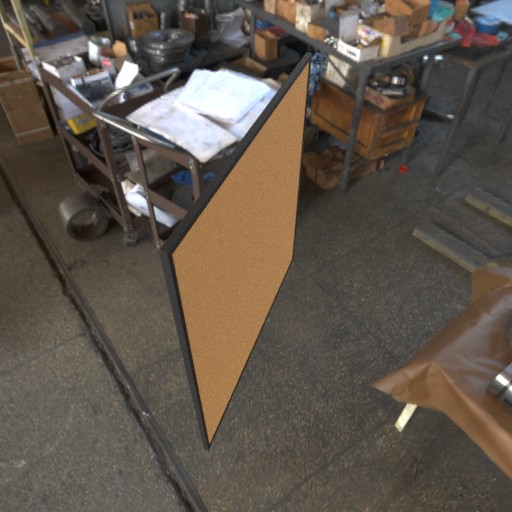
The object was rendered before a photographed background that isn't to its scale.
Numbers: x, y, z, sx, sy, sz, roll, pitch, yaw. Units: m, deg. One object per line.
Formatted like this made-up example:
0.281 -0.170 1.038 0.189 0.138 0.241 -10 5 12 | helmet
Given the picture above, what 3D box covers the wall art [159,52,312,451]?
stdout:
0.000 0.000 1.012 0.015 0.663 0.664 15 48 14 | wall art
